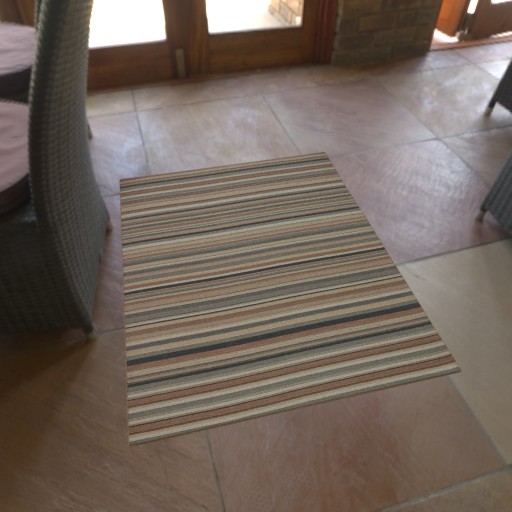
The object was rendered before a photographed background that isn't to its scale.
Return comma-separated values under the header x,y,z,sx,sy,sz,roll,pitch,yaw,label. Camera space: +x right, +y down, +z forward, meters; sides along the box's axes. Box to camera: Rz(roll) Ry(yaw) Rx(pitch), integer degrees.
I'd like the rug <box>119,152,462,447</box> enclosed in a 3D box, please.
x,y,z,sx,sy,sz,roll,pitch,yaw,label
0.000,0.000,4.134,2.436,0.011,3.045,-10,46,-9,rug
